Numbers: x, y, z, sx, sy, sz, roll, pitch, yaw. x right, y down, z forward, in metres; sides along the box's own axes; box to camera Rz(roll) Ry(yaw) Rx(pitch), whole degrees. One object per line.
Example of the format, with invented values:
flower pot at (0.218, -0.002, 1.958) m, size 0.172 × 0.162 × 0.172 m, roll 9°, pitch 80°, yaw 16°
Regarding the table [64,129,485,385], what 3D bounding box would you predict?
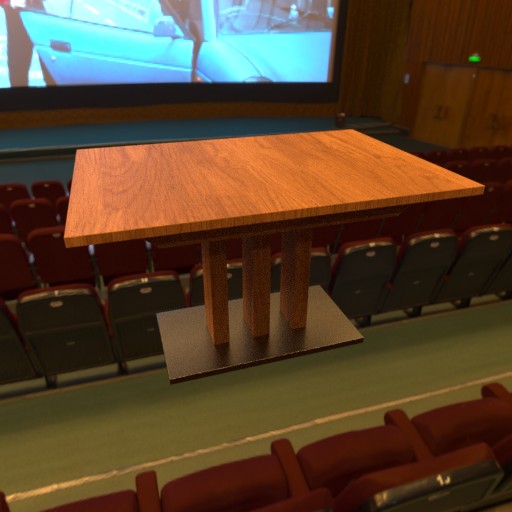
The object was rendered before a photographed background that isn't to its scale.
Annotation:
table at (0.000, 0.000, 1.846) m, size 1.300 × 0.770 × 0.900 m, roll -9°, pitch 29°, yaw -16°
